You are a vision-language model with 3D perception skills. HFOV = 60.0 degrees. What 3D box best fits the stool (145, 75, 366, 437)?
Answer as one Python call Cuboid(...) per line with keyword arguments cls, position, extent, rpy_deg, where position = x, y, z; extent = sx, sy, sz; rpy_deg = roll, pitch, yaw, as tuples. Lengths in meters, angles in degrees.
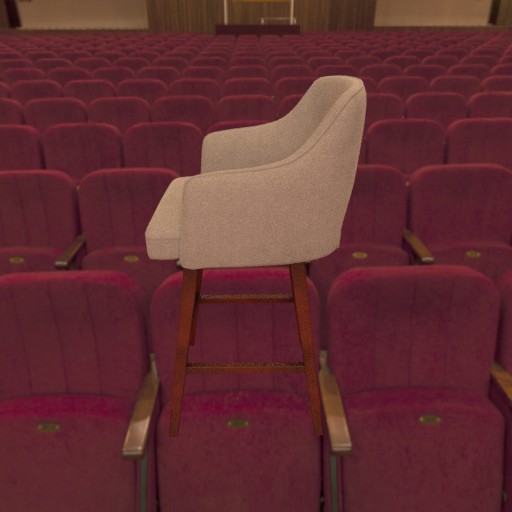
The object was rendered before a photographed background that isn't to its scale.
Cuboid(cls="stool", position=(0.000, 0.000, 1.357), extent=(0.558, 1.012, 0.548), rpy_deg=(0, 27, -1))
